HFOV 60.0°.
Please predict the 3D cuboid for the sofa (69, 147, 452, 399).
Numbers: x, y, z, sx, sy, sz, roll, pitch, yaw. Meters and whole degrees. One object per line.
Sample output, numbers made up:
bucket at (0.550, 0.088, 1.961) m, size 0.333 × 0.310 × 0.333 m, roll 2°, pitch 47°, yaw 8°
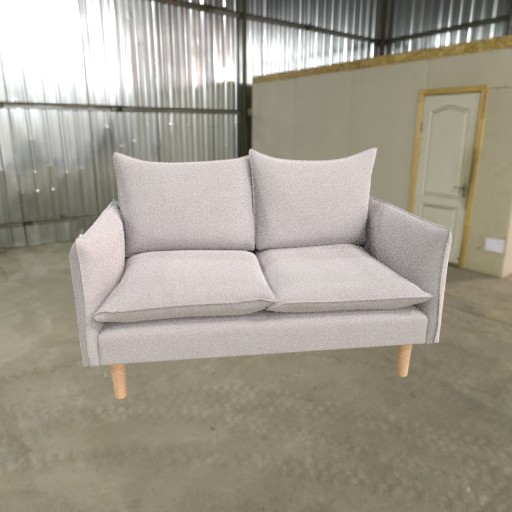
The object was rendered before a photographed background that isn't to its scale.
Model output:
sofa at (0.000, 0.000, 1.836) m, size 1.300 × 0.840 × 0.820 m, roll -2°, pitch 16°, yaw -7°
